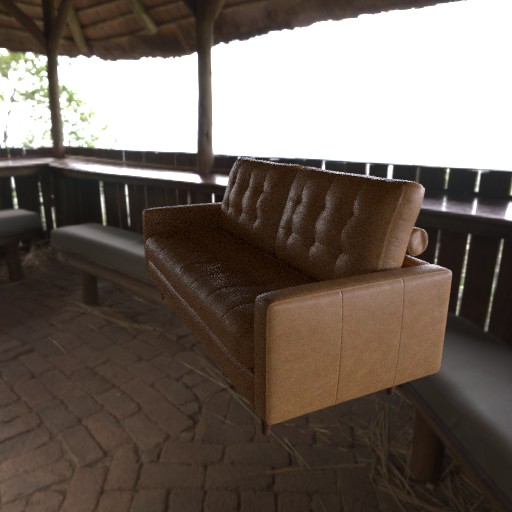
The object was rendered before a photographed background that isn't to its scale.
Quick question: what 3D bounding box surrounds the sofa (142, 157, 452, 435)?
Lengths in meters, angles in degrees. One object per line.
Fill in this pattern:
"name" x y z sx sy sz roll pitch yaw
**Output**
"sofa" 0.000 0.000 2.293 0.850 0.898 1.821 -8 18 -25
